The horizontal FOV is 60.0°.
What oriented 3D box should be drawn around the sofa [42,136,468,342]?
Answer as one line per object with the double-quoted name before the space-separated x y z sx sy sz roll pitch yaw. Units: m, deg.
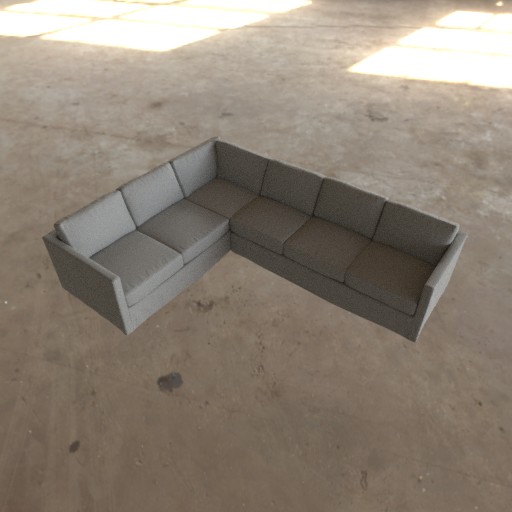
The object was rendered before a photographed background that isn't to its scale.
"sofa" 0.000 0.000 4.291 3.182 0.871 2.432 26 47 27
